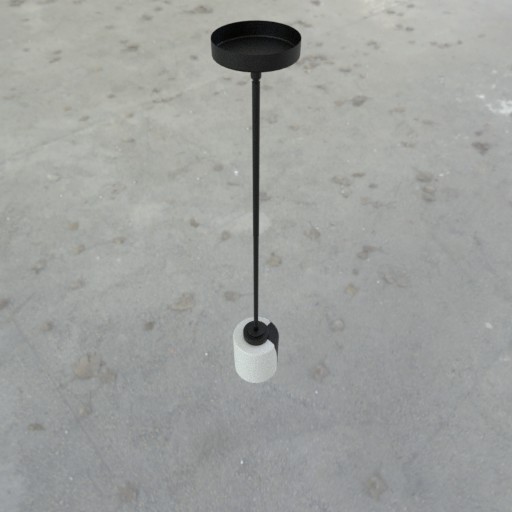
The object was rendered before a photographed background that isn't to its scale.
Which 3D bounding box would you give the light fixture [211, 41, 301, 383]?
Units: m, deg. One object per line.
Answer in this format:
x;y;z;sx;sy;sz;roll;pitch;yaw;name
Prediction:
0.000;0.000;0.914;0.123;0.863;0.123;-33;54;-27;light fixture
